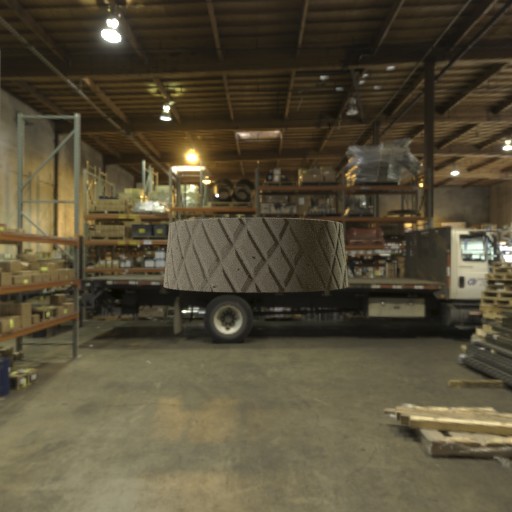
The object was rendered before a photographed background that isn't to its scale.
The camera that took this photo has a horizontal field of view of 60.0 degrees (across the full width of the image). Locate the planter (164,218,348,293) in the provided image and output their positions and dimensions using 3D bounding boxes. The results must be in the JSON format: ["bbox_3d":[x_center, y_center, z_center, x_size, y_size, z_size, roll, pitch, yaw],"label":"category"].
[{"bbox_3d":[0.000,0.000,0.416,0.114,0.038,0.390,0,0,0],"label":"planter"}]
